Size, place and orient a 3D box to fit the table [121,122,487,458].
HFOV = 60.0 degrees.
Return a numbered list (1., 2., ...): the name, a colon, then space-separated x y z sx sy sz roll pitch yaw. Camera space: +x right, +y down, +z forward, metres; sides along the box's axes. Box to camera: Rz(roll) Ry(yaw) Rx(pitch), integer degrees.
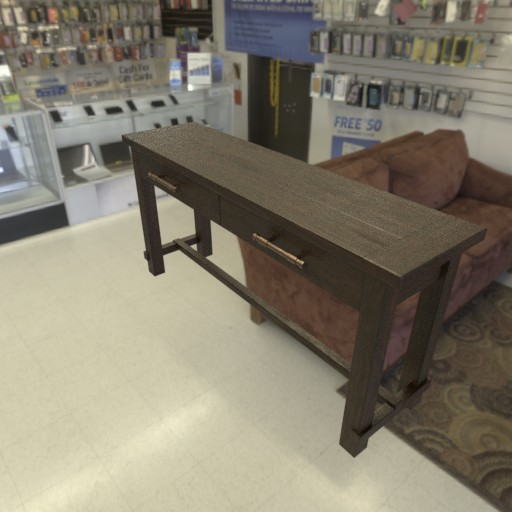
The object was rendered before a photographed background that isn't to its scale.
1. table: 0.000 0.000 1.893 0.442 0.762 1.599 -22 37 -33
